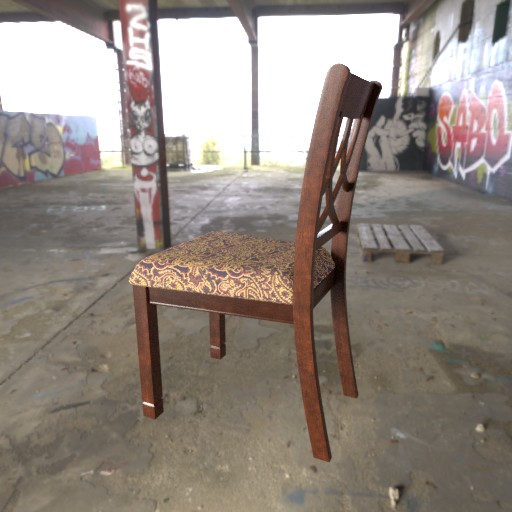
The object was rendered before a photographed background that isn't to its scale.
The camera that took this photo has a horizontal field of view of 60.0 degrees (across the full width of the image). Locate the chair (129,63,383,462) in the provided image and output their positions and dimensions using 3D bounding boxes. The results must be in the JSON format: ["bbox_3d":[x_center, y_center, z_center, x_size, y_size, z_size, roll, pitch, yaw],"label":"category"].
[{"bbox_3d":[0.000,0.000,1.291,0.584,0.965,0.457,7,18,24],"label":"chair"}]
